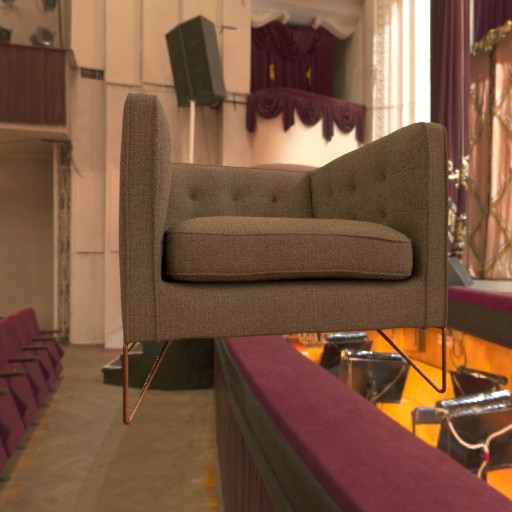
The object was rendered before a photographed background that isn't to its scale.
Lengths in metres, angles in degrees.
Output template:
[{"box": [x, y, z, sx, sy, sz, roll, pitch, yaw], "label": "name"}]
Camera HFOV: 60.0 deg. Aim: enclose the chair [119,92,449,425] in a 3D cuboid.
[{"box": [0.000, 0.000, 1.569, 0.920, 0.799, 0.912, 0, 0, -16], "label": "chair"}]
